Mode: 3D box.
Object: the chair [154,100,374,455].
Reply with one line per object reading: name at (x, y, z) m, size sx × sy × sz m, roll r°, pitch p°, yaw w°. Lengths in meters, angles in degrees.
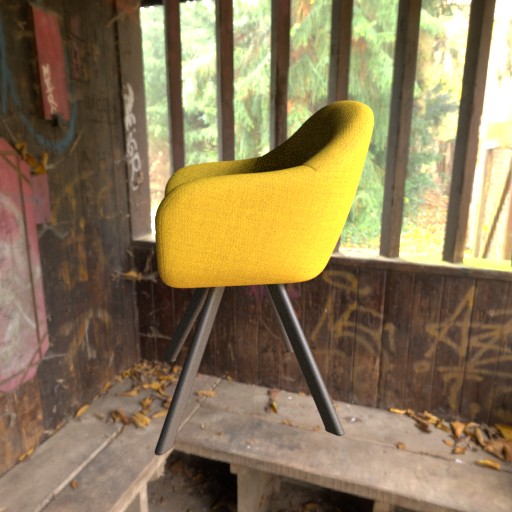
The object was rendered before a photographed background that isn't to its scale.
chair at (0.000, 0.000, 1.191) m, size 0.550 × 0.795 × 0.590 m, roll -2°, pitch 15°, yaw -9°
